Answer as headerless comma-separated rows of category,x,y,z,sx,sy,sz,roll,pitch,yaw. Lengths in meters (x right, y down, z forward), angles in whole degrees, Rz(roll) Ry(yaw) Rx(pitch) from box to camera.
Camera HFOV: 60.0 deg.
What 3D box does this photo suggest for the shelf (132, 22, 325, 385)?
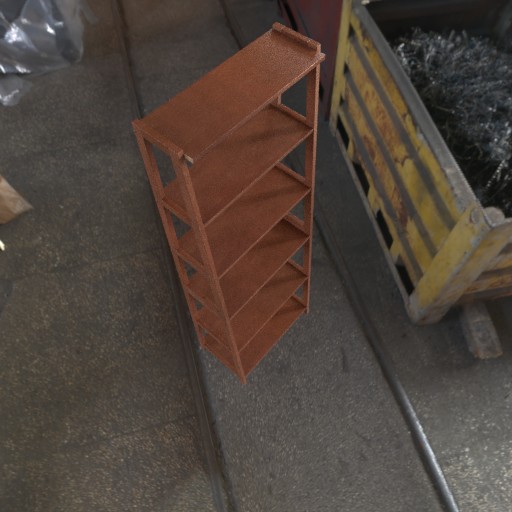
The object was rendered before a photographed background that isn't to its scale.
shelf,0.000,0.000,2.148,0.382,1.892,0.660,37,65,20
